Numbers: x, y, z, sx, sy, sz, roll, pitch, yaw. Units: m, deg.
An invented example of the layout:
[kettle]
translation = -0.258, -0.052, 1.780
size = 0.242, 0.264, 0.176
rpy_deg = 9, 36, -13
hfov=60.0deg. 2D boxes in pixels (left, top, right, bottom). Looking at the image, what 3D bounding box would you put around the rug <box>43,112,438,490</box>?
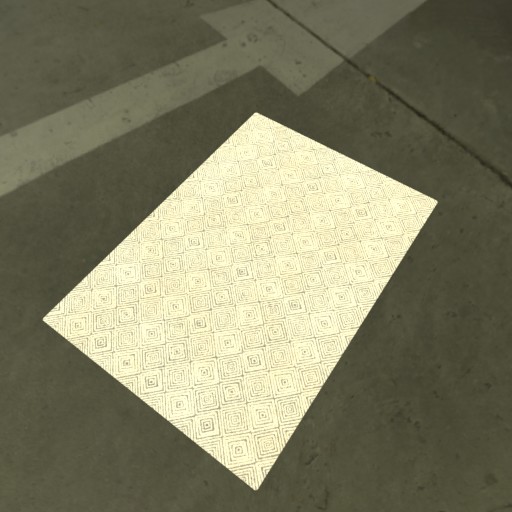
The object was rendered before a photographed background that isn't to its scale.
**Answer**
[rug]
translation = 0.000, 0.000, 2.925
size = 1.593, 0.008, 2.238
rpy_deg = 31, 64, 17
